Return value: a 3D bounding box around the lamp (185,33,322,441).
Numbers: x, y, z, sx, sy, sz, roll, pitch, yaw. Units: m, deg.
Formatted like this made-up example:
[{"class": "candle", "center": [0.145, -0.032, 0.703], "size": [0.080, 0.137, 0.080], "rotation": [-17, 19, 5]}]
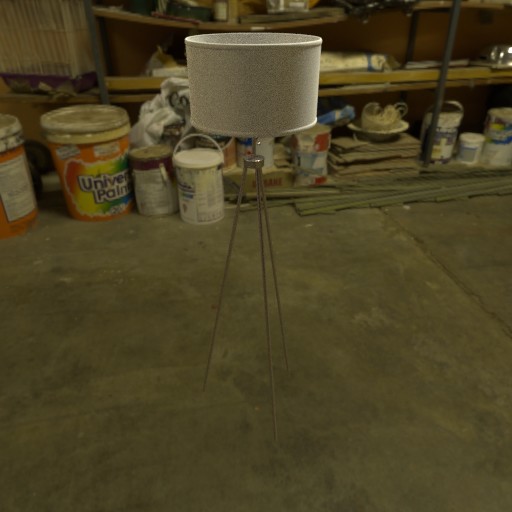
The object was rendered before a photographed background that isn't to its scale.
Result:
[{"class": "lamp", "center": [0.000, 0.000, 1.741], "size": [0.448, 1.545, 0.458], "rotation": [20, 36, 30]}]
